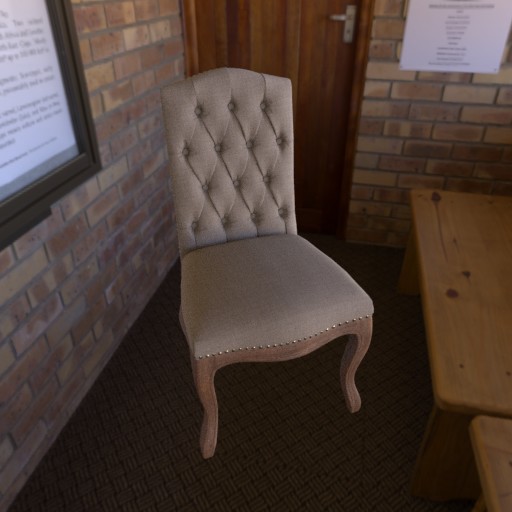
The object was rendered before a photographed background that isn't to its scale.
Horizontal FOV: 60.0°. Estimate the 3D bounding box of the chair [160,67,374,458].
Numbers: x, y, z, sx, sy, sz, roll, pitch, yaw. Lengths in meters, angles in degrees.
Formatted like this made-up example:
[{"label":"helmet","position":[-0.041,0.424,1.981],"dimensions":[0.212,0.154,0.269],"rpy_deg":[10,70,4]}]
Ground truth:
[{"label":"chair","position":[0.000,0.000,1.623],"dimensions":[0.637,1.191,0.731],"rpy_deg":[-11,34,-16]}]
